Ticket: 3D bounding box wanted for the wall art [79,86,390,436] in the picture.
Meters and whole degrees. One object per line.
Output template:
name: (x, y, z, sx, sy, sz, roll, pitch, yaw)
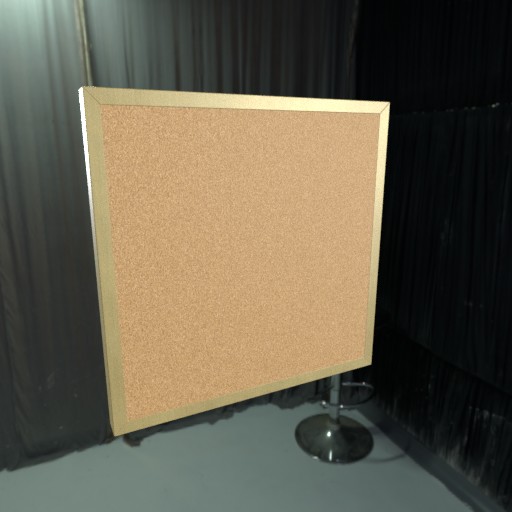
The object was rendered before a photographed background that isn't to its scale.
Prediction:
wall art: (0.000, 0.000, 0.746, 0.508, 0.508, 0.038, -7, 16, -26)
